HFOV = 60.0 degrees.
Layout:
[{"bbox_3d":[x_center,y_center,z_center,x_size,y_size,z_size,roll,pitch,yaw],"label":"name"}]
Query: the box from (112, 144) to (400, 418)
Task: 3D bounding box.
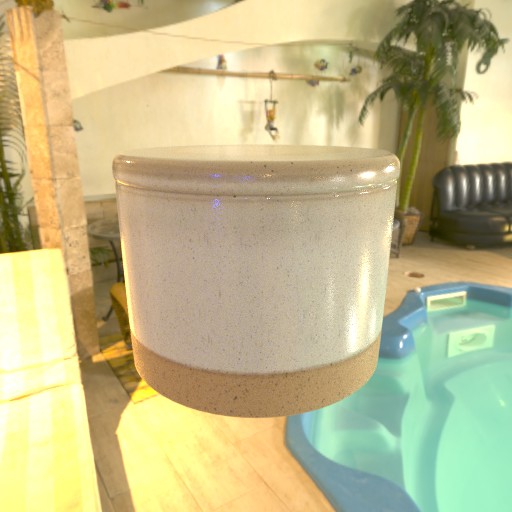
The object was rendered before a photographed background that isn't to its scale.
[{"bbox_3d":[0.000,0.000,0.263,0.154,0.123,0.154,0,17,0],"label":"box"}]
